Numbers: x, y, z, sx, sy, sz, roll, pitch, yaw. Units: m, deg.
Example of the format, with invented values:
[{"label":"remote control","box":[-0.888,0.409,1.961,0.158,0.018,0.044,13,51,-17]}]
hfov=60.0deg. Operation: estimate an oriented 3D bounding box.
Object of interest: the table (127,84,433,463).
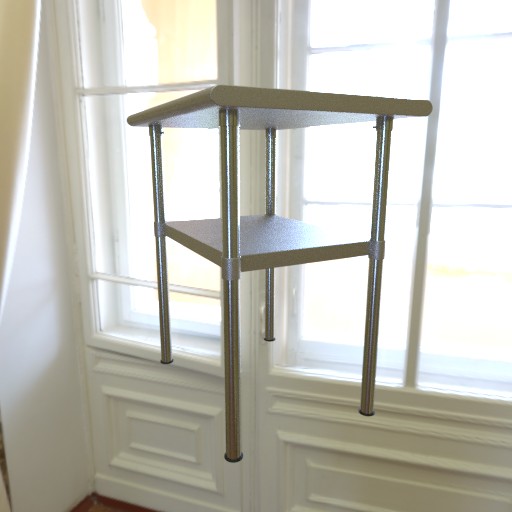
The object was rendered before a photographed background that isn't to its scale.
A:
[{"label":"table","box":[0.000,0.000,1.382,0.584,0.876,0.762,-7,15,-27]}]
